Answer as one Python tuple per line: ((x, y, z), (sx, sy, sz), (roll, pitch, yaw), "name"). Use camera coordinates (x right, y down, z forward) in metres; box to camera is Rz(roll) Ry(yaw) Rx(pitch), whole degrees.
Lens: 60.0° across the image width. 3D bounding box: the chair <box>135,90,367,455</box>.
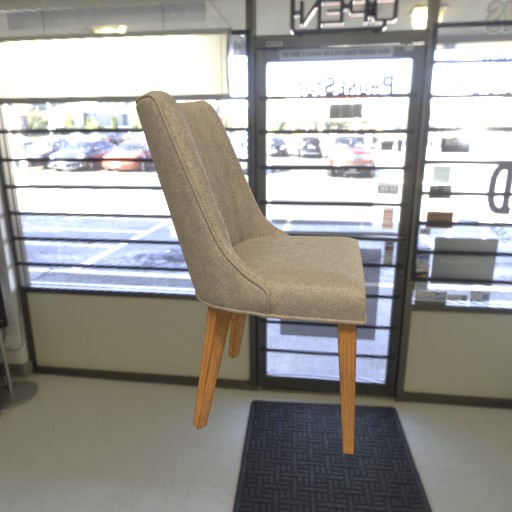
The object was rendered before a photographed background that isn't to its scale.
((0.000, 0.000, 1.336), (0.636, 0.916, 0.548), (3, 16, 10), "chair")
